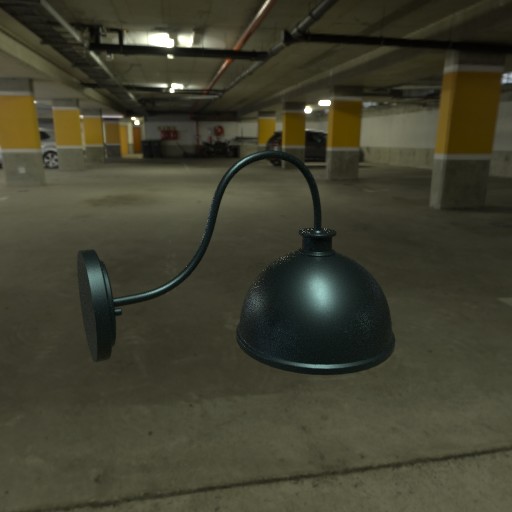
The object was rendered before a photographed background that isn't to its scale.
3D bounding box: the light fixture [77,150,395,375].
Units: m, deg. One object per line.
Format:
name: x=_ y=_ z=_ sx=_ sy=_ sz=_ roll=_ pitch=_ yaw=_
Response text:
light fixture: x=0.000 y=0.000 z=0.636 sx=0.467 sy=0.295 sz=0.253 roll=-8 pitch=16 yaw=-27
